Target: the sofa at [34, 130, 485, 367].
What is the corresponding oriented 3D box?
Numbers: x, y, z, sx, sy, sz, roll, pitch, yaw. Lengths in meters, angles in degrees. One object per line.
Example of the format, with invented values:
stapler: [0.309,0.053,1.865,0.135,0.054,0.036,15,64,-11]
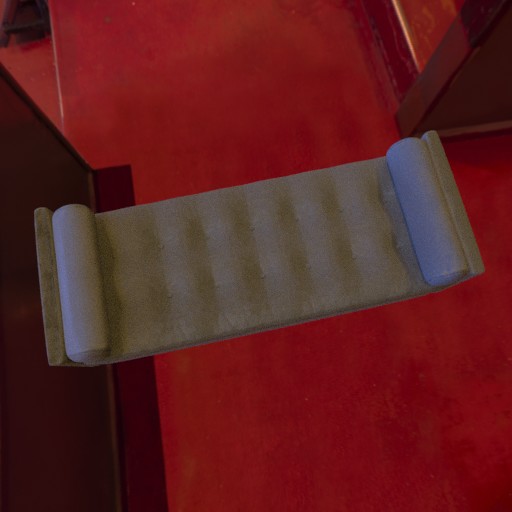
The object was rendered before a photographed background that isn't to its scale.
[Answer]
sofa: [0.000,0.000,2.425,2.102,0.705,0.796,-12,76,-3]
